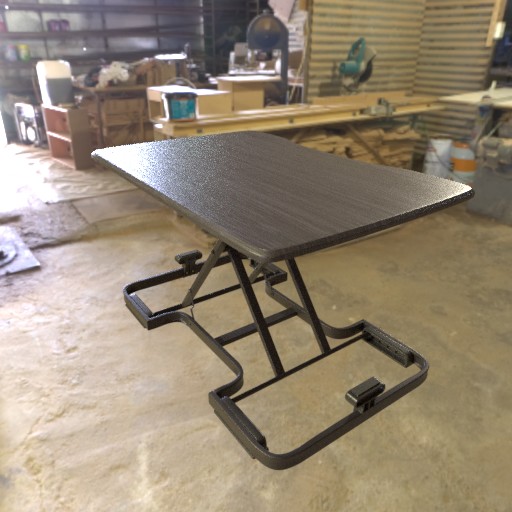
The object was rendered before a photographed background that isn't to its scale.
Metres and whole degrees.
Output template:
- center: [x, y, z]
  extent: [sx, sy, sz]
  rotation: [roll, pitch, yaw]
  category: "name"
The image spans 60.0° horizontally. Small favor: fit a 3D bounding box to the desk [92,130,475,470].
- center: [0.000, 0.000, 1.144]
  extent: [0.546, 0.470, 0.820]
  rotation: [-17, 31, -31]
  category: "desk"
